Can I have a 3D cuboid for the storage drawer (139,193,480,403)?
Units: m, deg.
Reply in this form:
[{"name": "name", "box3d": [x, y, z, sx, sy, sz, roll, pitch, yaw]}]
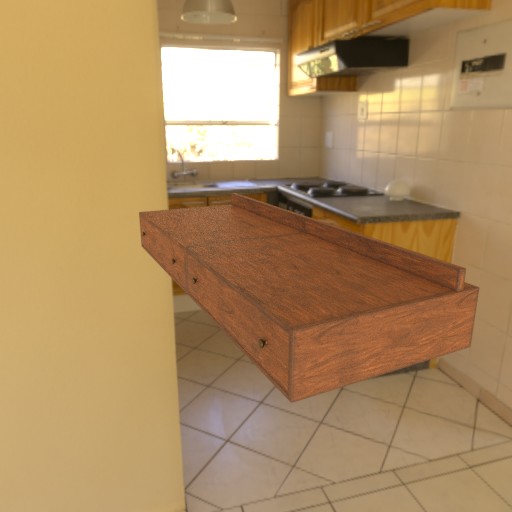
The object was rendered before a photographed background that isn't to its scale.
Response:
[{"name": "storage drawer", "box3d": [0.000, 0.000, 2.215, 0.774, 0.339, 1.914, -8, 18, -25]}]
